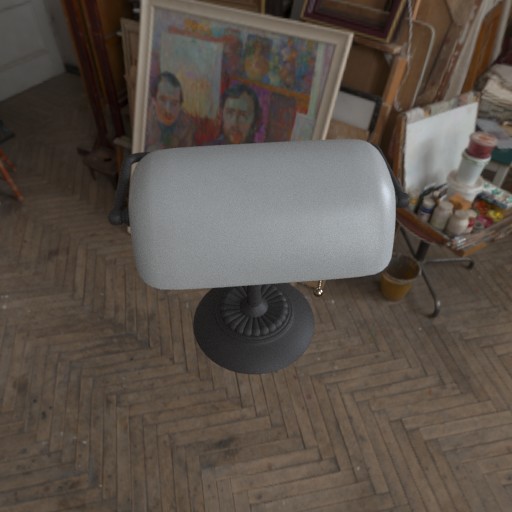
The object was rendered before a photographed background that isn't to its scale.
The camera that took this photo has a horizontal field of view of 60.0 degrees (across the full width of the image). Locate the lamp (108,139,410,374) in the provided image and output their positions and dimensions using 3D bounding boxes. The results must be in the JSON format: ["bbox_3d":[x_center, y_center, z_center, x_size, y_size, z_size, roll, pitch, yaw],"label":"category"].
[{"bbox_3d":[0.000,0.000,0.513,0.264,0.339,0.243,-4,46,-4],"label":"lamp"}]
